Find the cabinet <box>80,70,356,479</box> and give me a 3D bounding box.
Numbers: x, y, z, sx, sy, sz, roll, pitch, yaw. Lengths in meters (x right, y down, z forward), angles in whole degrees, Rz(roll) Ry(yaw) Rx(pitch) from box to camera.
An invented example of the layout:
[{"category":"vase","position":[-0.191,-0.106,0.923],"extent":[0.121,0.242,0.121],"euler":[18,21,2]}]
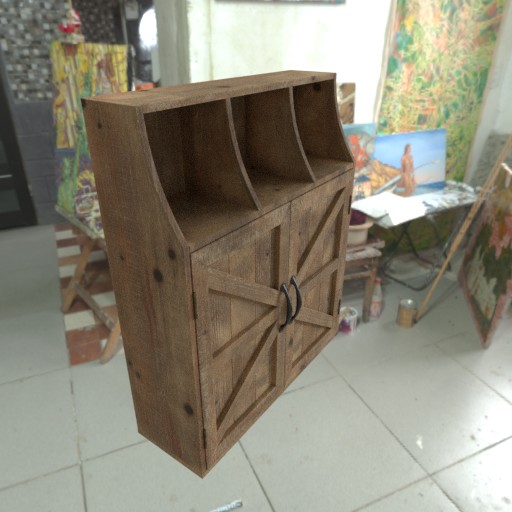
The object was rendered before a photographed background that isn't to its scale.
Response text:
[{"category":"cabinet","position":[0.000,0.000,0.813],"extent":[0.184,0.590,0.489],"euler":[19,33,32]}]
